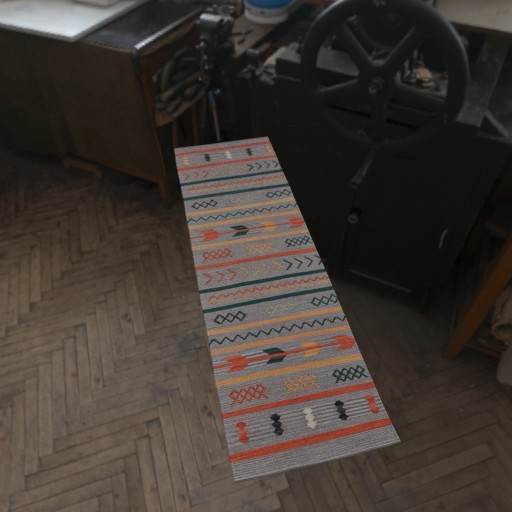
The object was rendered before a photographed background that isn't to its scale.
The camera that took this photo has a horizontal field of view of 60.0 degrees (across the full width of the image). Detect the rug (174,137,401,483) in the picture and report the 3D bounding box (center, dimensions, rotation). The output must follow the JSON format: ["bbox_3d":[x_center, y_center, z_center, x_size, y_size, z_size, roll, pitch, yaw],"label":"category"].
[{"bbox_3d":[0.000,0.000,2.656,0.744,0.022,2.419,-10,49,-9],"label":"rug"}]
